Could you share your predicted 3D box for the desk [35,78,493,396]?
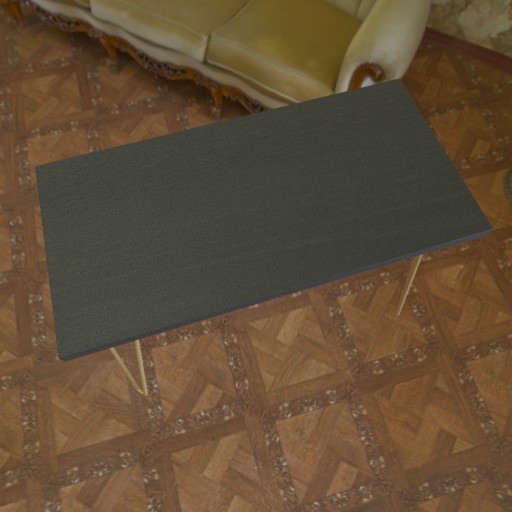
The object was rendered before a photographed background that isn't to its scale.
[{"bbox_3d":[0.000,0.000,1.357,0.991,0.660,0.499,-16,66,-7],"label":"desk"}]
